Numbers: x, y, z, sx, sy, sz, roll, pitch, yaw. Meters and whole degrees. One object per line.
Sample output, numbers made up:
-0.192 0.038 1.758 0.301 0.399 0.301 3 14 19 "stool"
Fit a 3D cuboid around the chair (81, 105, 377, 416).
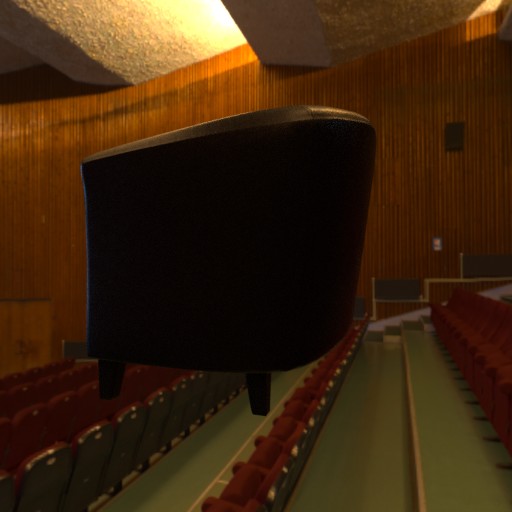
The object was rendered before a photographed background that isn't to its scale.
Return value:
0.000 0.000 1.386 0.727 0.756 0.793 0 0 17 "chair"
